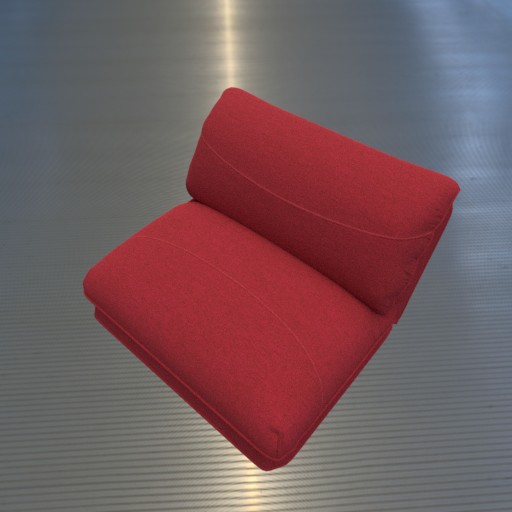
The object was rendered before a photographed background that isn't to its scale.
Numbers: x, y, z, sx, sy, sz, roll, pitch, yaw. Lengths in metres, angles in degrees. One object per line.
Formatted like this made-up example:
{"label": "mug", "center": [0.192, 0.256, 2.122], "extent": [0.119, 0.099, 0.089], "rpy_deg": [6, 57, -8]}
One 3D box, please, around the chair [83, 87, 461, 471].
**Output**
{"label": "chair", "center": [0.000, 0.000, 1.311], "extent": [0.820, 0.580, 0.780], "rpy_deg": [32, 55, 26]}
